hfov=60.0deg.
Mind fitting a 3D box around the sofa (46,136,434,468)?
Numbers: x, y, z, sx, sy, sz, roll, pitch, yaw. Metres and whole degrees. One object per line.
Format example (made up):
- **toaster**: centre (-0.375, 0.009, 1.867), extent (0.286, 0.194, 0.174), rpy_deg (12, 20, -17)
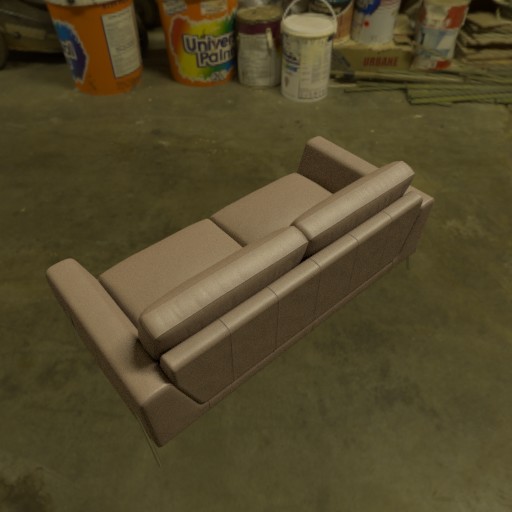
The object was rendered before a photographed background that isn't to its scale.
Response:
- **sofa**: centre (0.000, 0.000, 2.541), extent (2.017, 0.875, 0.953), rpy_deg (-31, 53, -27)
